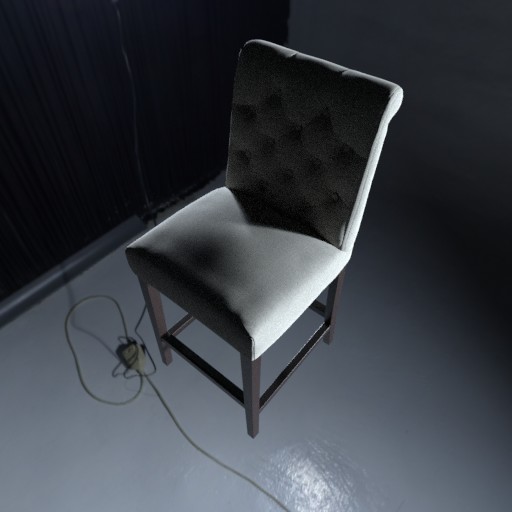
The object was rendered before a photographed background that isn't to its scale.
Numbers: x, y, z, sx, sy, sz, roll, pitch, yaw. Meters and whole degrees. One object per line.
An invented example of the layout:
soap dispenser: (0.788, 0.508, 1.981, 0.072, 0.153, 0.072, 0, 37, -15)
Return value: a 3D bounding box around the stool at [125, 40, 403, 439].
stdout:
stool: (0.000, 0.000, 1.371, 0.493, 1.040, 0.601, 31, 54, 26)
